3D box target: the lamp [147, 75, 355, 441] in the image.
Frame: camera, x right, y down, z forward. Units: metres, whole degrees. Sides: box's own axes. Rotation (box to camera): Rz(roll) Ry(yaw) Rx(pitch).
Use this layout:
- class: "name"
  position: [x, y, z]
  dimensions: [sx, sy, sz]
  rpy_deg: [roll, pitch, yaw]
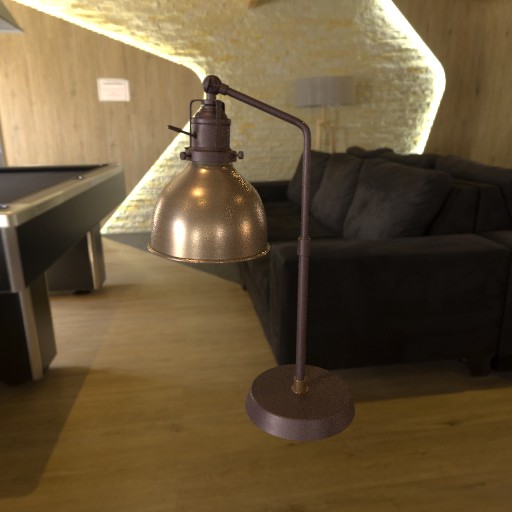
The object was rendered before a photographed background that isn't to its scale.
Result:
- class: "lamp"
  position: [0.000, 0.000, 0.615]
  dimensions: [0.298, 0.469, 0.175]
  rpy_deg: [2, 16, 7]
